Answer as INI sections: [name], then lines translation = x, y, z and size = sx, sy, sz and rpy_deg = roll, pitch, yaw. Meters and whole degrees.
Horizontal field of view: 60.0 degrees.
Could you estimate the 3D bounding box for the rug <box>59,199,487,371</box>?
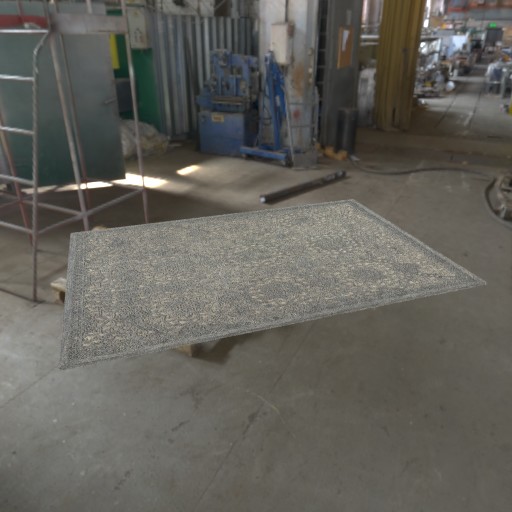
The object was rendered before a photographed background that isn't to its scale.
[rug]
translation = 0.000, 0.000, 2.276
size = 1.819, 0.012, 1.208
rpy_deg = -9, 28, -17
